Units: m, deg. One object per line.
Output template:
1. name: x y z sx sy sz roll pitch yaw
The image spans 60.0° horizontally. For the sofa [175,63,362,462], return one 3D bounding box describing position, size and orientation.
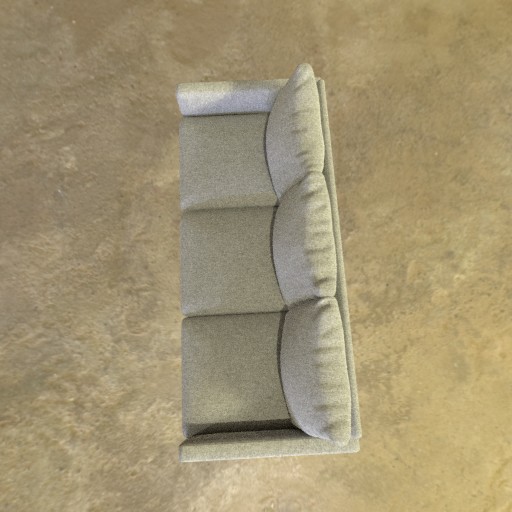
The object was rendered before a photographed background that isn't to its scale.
1. sofa: 0.000 0.000 2.427 0.850 0.830 2.000 -3 75 -1
